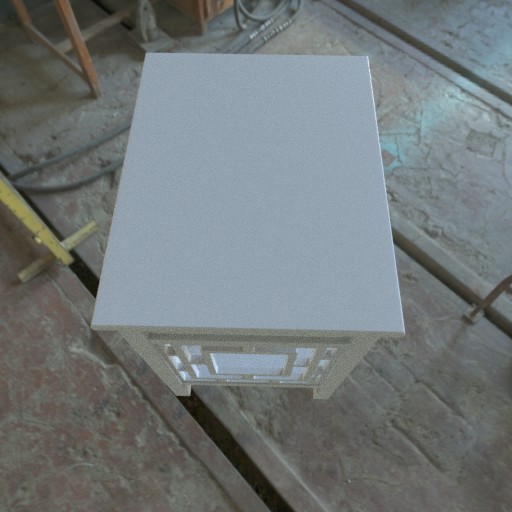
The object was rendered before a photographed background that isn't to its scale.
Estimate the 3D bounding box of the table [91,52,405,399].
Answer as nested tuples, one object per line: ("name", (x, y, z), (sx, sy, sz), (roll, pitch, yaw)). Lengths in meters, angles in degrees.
("table", (0.000, 0.000, 1.030), (0.451, 0.646, 0.564), (1, 63, 1))
